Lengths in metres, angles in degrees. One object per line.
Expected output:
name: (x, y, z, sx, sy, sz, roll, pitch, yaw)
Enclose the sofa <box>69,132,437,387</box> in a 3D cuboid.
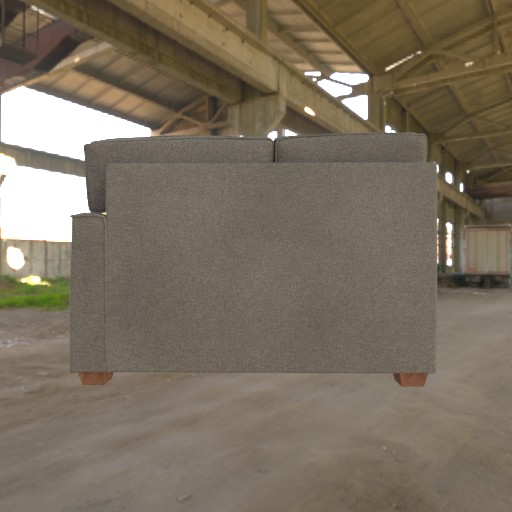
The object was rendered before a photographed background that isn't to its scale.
sofa: (0.000, 0.000, 2.106, 1.388, 0.989, 0.991, 0, 0, 1)
